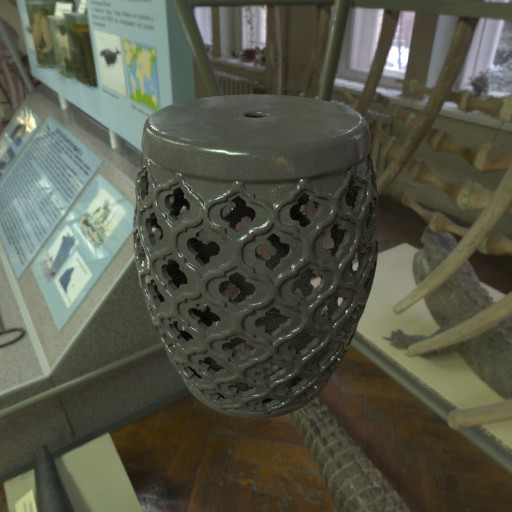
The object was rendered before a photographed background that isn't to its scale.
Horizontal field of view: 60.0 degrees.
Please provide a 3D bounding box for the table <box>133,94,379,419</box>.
[{"bbox_3d":[0.000,0.000,0.622,0.325,0.388,0.325,0,31,0],"label":"table"}]
